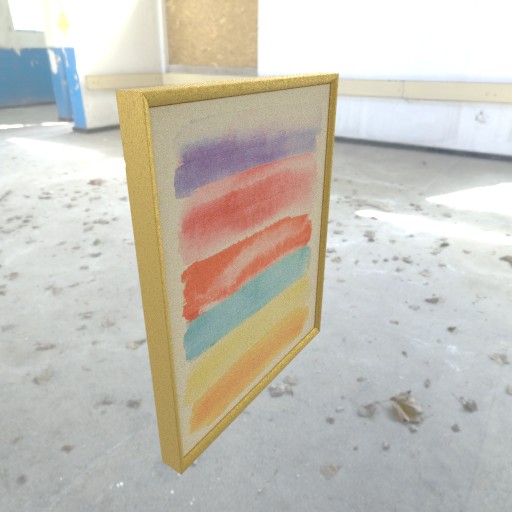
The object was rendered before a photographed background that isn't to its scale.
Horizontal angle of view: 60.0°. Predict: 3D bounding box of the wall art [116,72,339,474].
[{"bbox_3d":[0.000,0.000,0.865,0.048,0.642,0.537,16,30,31],"label":"wall art"}]
